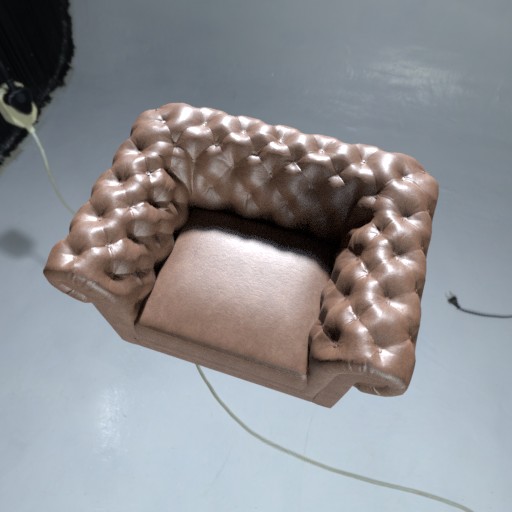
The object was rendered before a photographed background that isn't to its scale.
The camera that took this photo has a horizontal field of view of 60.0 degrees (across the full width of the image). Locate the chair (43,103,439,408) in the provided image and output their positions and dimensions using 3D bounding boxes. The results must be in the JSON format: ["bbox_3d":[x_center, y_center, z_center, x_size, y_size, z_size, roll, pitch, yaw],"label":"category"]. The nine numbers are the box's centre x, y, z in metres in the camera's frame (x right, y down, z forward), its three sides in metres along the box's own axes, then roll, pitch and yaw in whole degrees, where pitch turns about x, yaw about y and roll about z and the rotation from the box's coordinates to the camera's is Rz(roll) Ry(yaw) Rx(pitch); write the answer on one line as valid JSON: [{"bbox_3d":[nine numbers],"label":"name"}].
[{"bbox_3d":[0.000,0.000,1.905,1.298,0.784,0.954,16,62,9],"label":"chair"}]
